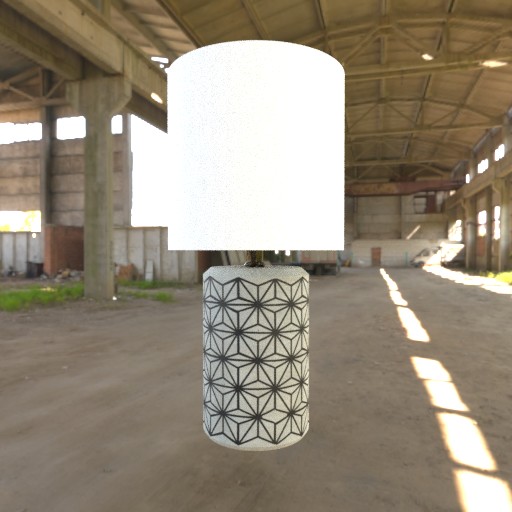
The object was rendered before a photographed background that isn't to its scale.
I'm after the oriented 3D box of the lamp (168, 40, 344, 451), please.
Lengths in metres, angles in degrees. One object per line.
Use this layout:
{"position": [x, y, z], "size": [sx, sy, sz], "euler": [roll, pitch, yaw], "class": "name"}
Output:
{"position": [0.000, 0.000, 0.530], "size": [0.206, 0.416, 0.206], "euler": [0, 1, -18], "class": "lamp"}
